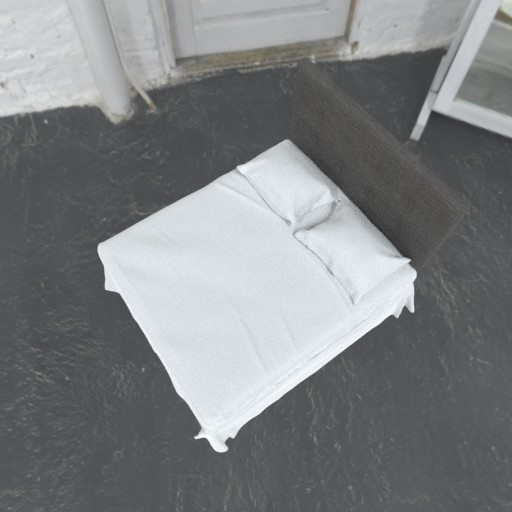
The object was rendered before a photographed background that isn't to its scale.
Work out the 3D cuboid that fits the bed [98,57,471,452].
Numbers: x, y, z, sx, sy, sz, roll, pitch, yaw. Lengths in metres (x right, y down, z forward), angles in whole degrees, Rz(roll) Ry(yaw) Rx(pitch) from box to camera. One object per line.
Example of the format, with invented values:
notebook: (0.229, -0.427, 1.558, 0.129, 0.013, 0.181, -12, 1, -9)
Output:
bed: (0.000, 0.000, 3.389, 2.222, 1.577, 1.936, -32, 68, -15)
